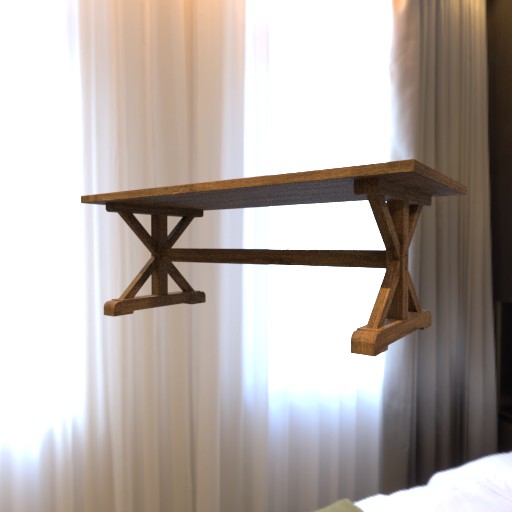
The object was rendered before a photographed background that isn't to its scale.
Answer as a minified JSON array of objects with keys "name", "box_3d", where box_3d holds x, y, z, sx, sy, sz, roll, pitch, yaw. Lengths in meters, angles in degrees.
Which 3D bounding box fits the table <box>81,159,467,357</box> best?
[{"name":"table","box_3d":[0.000,0.000,2.527,2.031,0.733,0.907,1,2,36]}]
